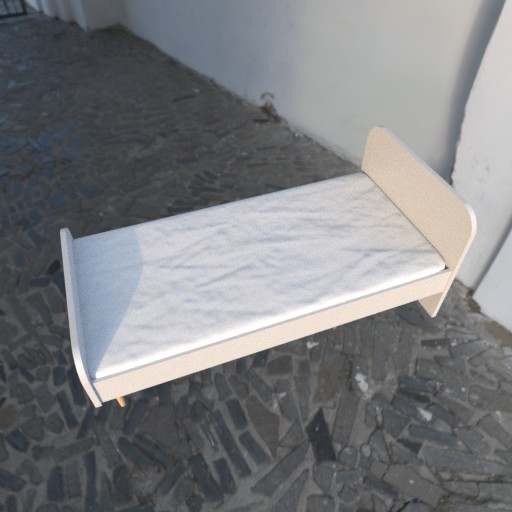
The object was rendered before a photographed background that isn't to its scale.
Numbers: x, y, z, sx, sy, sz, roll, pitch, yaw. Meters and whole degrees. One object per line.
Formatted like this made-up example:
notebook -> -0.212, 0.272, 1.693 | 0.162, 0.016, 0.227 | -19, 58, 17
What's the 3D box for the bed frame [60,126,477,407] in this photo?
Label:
bed frame -> 0.000, 0.000, 2.495 | 1.963, 0.805, 0.998 | -15, 48, -14
